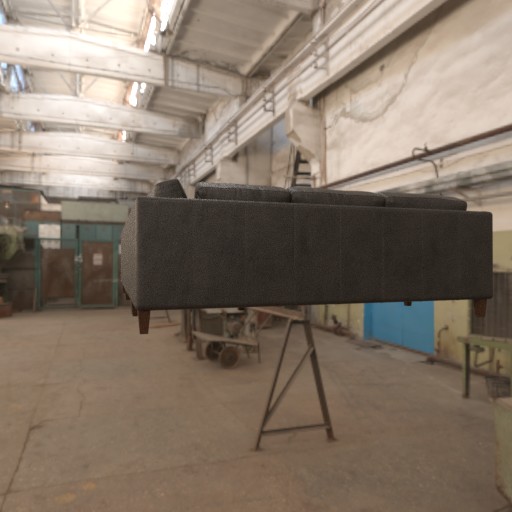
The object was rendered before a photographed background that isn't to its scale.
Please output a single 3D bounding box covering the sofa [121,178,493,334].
[{"bbox_3d":[0.000,0.000,4.323,2.452,0.891,3.324,0,-1,-18],"label":"sofa"}]
